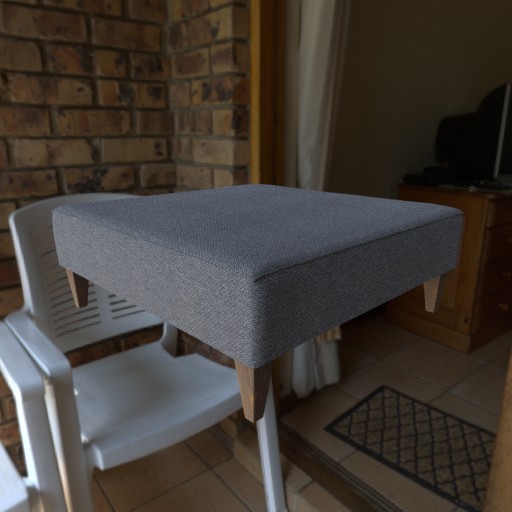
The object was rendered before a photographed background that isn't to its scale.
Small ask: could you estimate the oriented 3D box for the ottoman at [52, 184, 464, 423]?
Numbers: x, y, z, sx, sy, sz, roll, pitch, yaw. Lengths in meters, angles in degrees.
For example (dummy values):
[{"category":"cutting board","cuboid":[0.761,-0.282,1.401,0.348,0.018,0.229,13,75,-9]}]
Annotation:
[{"category":"ottoman","cuboid":[0.000,0.000,1.495,0.970,0.378,0.981,-15,22,-42]}]
